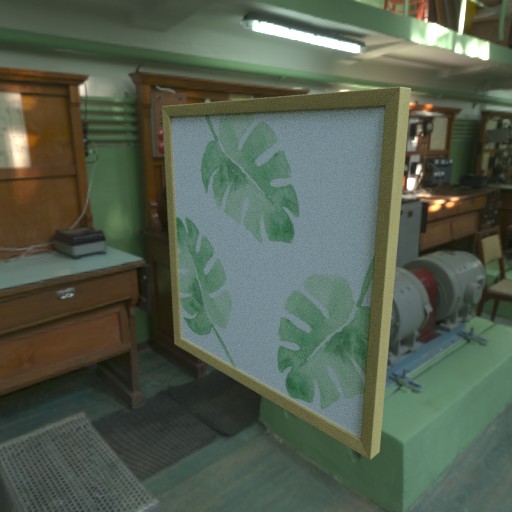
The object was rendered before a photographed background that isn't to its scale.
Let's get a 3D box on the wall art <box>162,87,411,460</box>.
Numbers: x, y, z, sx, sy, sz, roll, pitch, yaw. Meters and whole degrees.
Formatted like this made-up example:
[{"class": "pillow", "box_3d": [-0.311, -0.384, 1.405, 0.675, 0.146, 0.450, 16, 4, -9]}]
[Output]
[{"class": "wall art", "box_3d": [0.000, 0.000, 1.142, 0.037, 0.763, 0.763, -14, 21, -42]}]
